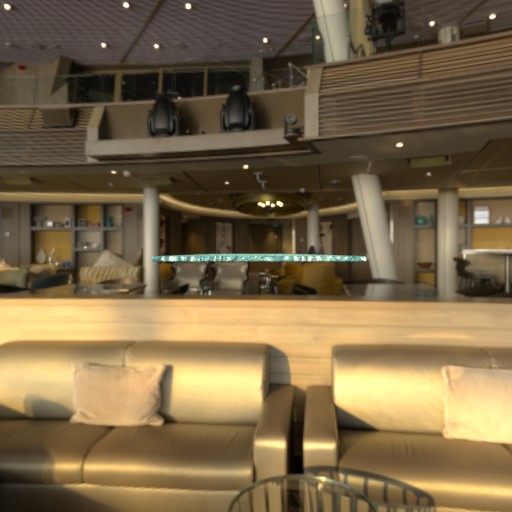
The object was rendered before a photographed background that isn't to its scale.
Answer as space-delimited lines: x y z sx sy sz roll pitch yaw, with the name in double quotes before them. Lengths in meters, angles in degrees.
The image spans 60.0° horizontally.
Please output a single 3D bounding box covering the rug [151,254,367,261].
"rug" 0.000 0.000 2.523 0.676 0.016 2.286 0 0 -1
